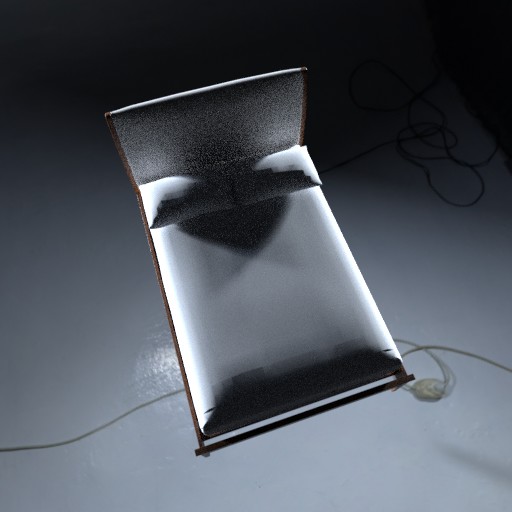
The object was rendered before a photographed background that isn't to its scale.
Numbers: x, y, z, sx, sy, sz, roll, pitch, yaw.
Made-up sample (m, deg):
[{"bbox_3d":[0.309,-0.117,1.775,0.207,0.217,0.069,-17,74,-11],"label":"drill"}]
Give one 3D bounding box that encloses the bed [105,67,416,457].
[{"bbox_3d":[0.000,0.000,3.373,1.612,1.250,2.380,-16,64,-8],"label":"bed"}]
